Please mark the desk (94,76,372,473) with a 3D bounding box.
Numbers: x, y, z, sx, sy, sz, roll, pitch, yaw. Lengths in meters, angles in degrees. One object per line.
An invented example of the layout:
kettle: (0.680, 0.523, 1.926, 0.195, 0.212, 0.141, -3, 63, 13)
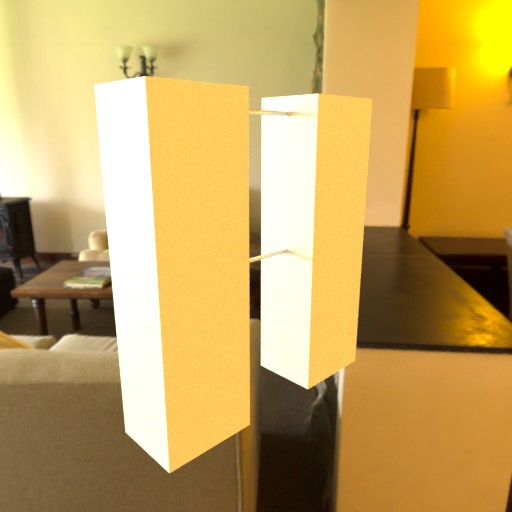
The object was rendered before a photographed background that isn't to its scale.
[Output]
desk: (0.000, 0.000, 2.889, 1.770, 2.000, 0.480, -14, 21, -42)
